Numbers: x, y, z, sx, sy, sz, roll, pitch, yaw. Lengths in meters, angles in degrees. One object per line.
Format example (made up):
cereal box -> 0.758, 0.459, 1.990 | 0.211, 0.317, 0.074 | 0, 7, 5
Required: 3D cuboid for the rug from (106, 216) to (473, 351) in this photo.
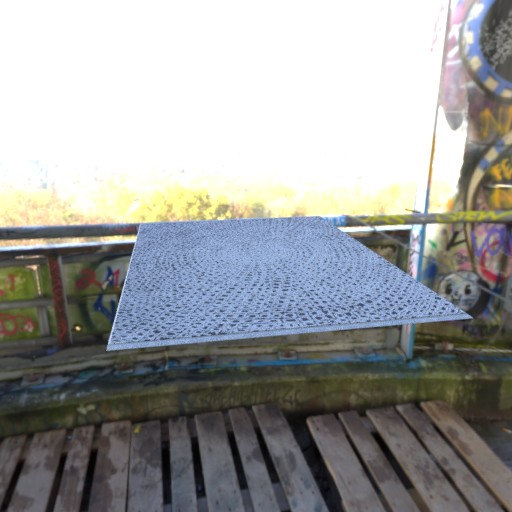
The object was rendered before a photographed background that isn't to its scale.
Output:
rug -> 0.000, 0.000, 2.158 | 1.190, 0.003, 1.634 | -3, 18, -10
